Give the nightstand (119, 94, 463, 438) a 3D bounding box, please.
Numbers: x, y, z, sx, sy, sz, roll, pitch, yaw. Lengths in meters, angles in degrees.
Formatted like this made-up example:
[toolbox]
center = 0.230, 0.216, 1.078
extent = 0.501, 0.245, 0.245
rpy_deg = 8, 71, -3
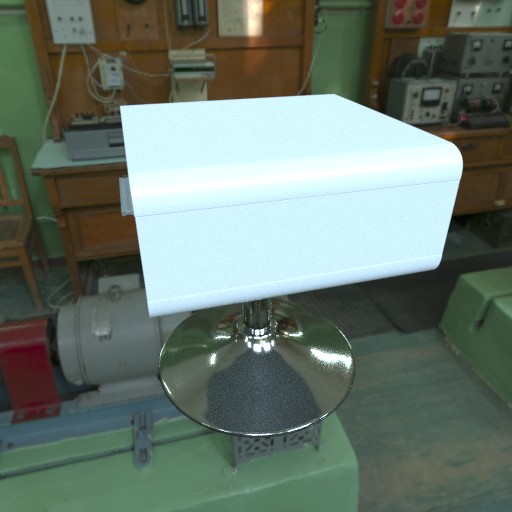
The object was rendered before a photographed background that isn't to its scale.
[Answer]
[nightstand]
center = 0.000, 0.000, 0.750
extent = 0.404, 0.447, 0.399
rpy_deg = -8, 31, -14
